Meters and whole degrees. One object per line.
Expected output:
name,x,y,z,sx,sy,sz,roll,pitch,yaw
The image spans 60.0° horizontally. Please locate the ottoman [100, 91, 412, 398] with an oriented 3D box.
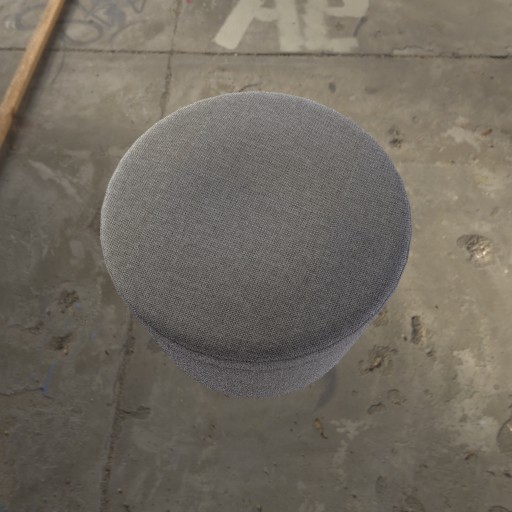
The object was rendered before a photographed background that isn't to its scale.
ottoman,0.000,0.000,0.879,0.500,0.419,0.500,0,65,0
